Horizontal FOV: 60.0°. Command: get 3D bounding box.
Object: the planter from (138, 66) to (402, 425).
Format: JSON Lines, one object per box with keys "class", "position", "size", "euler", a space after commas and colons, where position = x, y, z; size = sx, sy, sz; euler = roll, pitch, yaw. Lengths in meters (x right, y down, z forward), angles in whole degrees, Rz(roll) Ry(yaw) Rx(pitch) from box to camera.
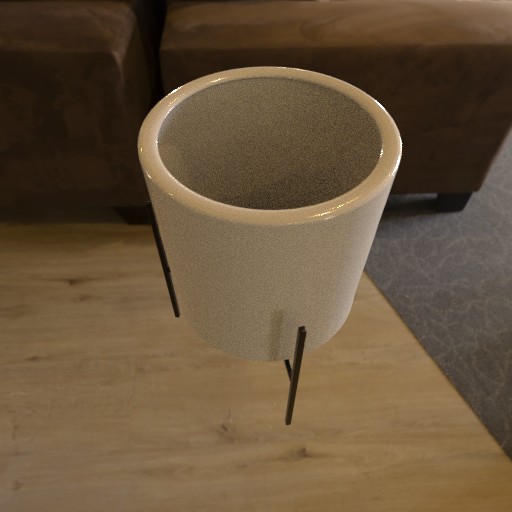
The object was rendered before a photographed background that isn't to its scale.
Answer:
{"class": "planter", "position": [0.000, 0.000, 0.641], "size": [0.308, 0.431, 0.307], "euler": [10, 51, 8]}
